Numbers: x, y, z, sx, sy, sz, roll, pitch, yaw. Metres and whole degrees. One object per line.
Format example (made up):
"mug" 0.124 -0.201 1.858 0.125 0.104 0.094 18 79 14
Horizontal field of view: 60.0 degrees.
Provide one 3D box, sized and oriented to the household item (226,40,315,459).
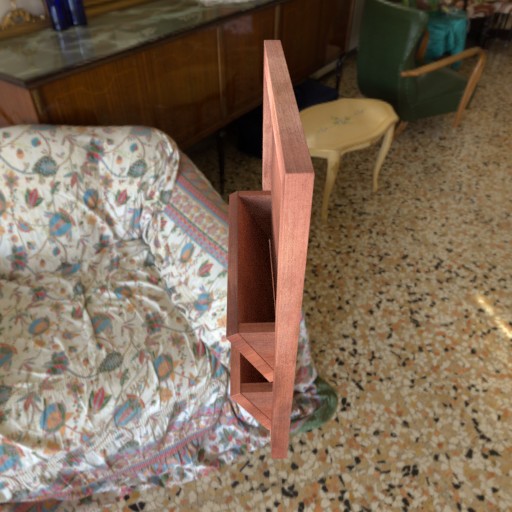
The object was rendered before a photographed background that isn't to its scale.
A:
"household item" 0.000 0.000 0.539 0.067 0.407 0.310 -1 41 -1
